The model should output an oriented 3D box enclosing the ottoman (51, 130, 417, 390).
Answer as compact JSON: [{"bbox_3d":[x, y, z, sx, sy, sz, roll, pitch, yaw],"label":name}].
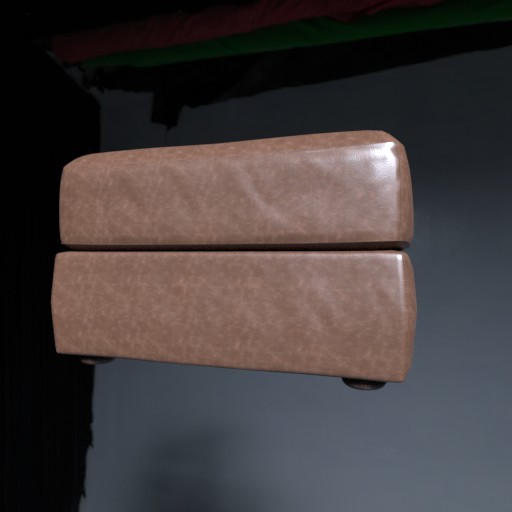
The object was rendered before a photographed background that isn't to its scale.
[{"bbox_3d":[0.000,0.000,1.106,0.751,0.476,0.603,0,0,18],"label":"ottoman"}]
